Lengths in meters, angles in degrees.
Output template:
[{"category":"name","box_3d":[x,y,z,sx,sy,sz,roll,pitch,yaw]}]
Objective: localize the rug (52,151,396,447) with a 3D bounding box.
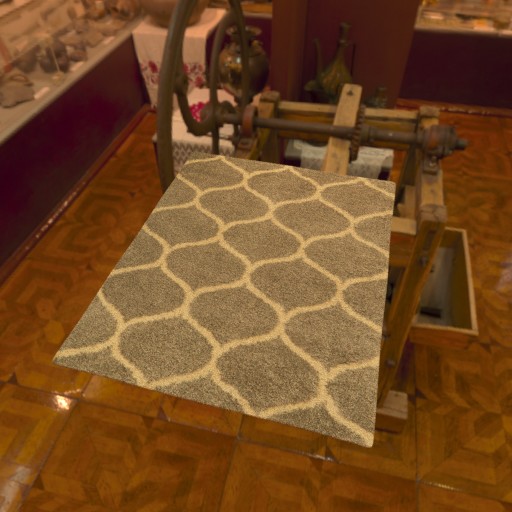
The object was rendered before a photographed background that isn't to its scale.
[{"category":"rug","box_3d":[0.000,0.000,4.128,2.399,0.026,3.000,11,47,11]}]
